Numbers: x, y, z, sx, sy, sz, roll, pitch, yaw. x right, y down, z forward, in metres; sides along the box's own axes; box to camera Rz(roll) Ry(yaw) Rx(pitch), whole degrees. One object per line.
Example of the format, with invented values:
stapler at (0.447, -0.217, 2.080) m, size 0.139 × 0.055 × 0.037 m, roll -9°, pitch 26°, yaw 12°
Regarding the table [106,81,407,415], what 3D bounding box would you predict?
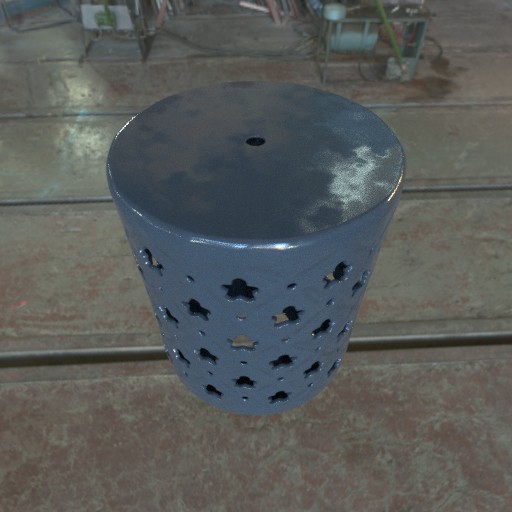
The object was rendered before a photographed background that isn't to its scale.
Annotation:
table at (0.000, 0.000, 0.658) m, size 0.352 × 0.387 × 0.352 m, roll 0°, pitch 45°, yaw 0°
